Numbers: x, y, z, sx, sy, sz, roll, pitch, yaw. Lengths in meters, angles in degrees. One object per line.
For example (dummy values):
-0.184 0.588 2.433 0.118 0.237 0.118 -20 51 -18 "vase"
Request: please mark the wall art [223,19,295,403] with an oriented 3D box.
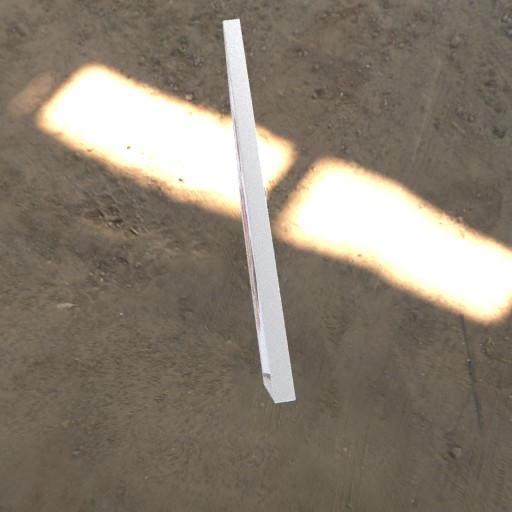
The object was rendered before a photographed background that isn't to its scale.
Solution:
0.000 0.000 1.383 0.042 1.056 0.805 -7 76 -2 "wall art"
